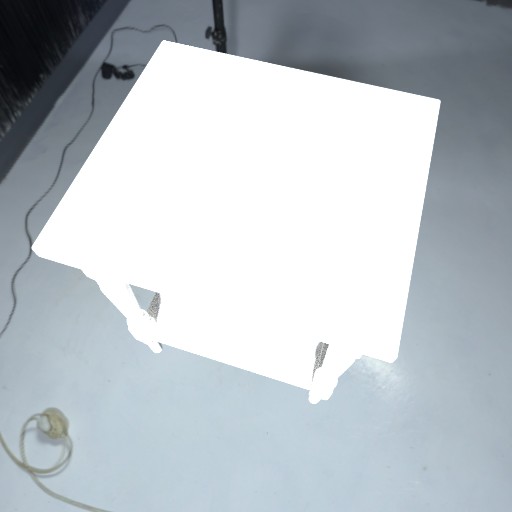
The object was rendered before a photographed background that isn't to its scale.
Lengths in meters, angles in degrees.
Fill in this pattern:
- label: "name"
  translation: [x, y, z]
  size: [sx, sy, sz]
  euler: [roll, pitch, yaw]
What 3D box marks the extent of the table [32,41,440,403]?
- label: "table"
  translation: [0.000, 0.000, 0.899]
  size: [0.488, 0.565, 0.442]
  euler: [16, 63, 8]
